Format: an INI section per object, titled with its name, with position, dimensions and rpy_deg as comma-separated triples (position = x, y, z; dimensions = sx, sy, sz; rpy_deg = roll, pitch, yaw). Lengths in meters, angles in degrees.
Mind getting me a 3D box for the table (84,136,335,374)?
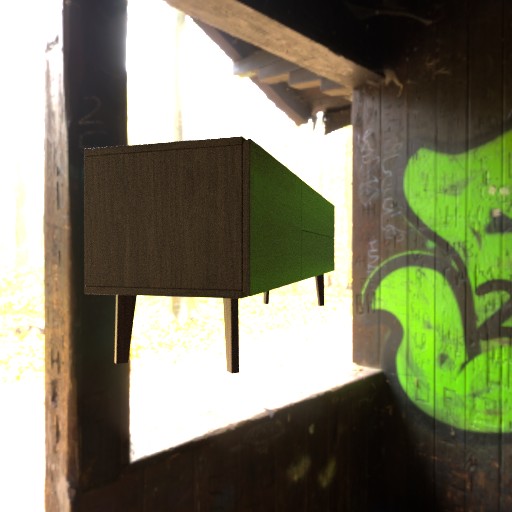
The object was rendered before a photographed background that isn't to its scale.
[table]
position = 0.000, 0.000, 1.639
dimensions = 0.405, 0.508, 1.397
rpy_deg = 0, 0, 17
